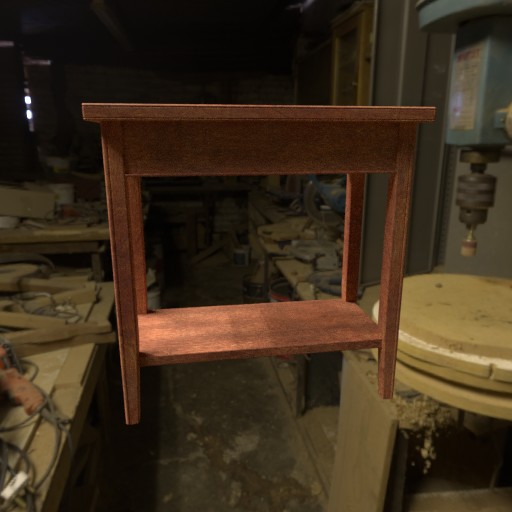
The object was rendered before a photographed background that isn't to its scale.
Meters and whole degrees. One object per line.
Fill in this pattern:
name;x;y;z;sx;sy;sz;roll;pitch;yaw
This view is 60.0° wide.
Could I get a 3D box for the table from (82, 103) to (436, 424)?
table;0.000;0.000;0.974;0.610;0.610;0.305;-2;15;-9
